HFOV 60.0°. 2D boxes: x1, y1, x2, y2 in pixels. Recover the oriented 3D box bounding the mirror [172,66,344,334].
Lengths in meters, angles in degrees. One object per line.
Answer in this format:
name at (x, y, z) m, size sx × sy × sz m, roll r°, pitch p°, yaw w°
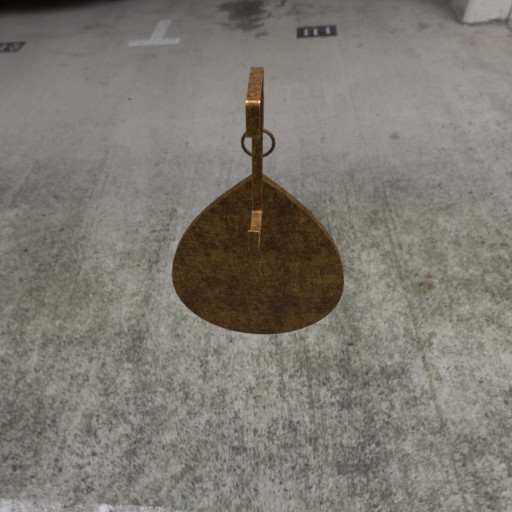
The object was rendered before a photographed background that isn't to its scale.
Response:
mirror at (0.000, 0.000, 0.894) m, size 0.405 × 0.744 × 0.144 m, roll 3°, pitch 48°, yaw 2°
